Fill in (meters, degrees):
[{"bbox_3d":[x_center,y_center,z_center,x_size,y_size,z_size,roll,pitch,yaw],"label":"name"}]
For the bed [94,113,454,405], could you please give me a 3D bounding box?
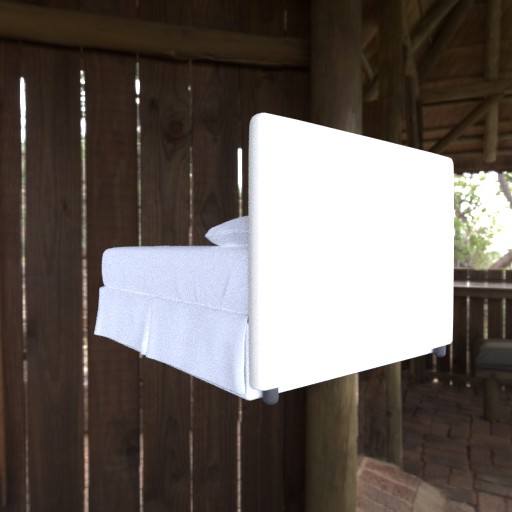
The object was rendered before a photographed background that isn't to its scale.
[{"bbox_3d":[0.000,0.000,3.259,1.714,1.330,2.147,-1,1,-38],"label":"bed"}]
